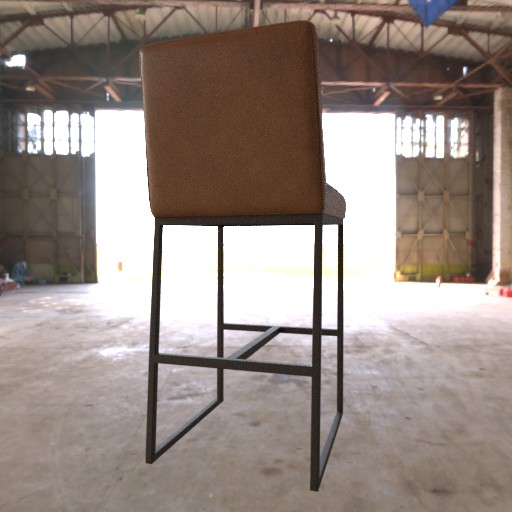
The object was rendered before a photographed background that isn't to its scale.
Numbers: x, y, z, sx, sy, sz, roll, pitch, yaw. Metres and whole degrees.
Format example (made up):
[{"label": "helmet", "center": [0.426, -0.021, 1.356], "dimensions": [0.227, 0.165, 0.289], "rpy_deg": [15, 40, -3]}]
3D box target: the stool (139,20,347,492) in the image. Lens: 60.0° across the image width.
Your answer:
[{"label": "stool", "center": [0.000, 0.000, 1.266], "dimensions": [0.458, 1.040, 0.556], "rpy_deg": [0, 1, 18]}]
